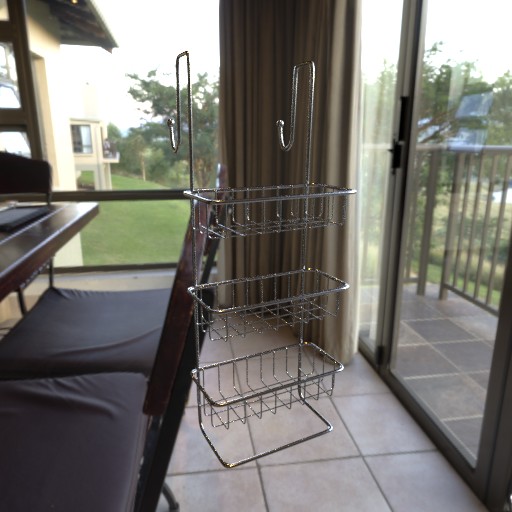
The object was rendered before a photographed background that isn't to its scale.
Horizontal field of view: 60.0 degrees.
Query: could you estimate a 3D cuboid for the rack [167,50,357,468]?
[{"bbox_3d":[0.000,0.000,0.686,0.228,0.574,0.202,-8,17,-26],"label":"rack"}]
